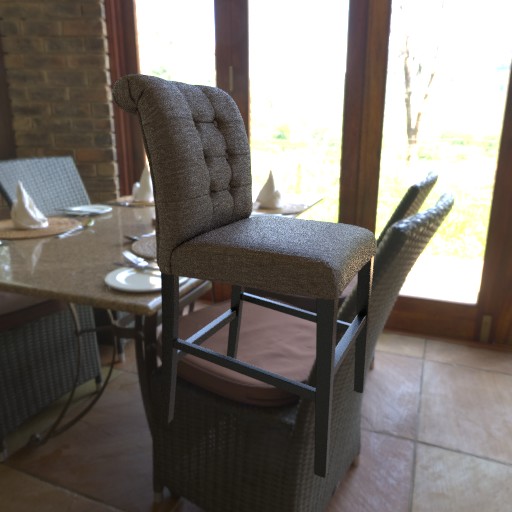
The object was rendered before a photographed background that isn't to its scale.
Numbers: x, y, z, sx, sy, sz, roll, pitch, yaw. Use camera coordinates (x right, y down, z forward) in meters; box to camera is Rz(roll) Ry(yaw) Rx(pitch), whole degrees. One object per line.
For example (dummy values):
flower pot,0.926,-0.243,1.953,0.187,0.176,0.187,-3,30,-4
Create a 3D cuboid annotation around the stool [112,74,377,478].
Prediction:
stool,0.000,0.000,1.284,0.611,0.970,0.457,7,17,25
